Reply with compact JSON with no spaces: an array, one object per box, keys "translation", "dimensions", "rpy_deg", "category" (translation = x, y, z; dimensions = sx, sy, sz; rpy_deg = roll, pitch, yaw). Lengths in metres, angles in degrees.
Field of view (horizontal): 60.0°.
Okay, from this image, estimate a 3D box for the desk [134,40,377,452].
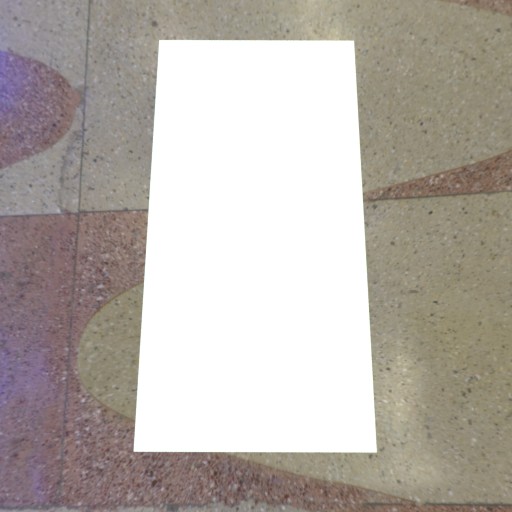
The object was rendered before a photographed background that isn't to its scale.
[{"translation":[0.000,0.000,1.501],"dimensions":[0.560,0.730,1.100],"rpy_deg":[0,77,0],"category":"desk"}]
